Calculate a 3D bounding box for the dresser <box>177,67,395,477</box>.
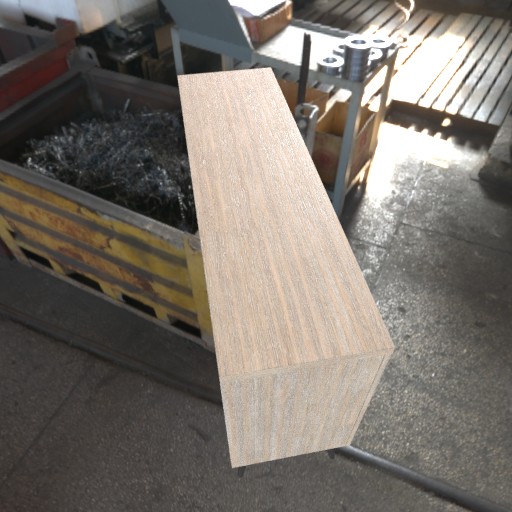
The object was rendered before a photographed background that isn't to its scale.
[{"bbox_3d":[0.000,0.000,1.916,0.457,0.914,1.524,-8,49,-7],"label":"dresser"}]
